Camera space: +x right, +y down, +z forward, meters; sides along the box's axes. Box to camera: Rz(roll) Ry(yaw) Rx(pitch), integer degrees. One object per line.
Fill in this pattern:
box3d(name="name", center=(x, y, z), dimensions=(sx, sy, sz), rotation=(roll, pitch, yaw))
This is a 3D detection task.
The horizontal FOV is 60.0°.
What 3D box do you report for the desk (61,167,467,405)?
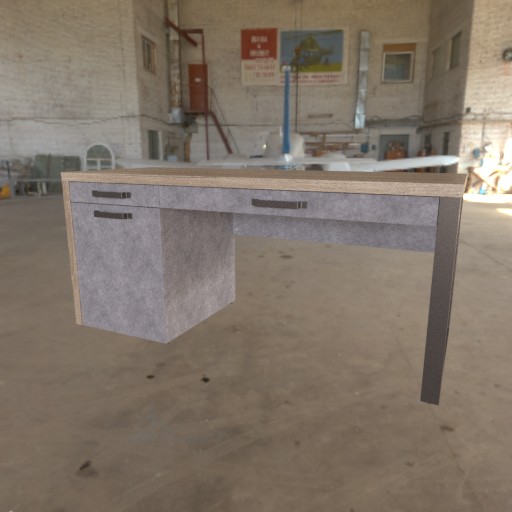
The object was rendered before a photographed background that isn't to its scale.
box3d(name="desk", center=(0.000, 0.000, 2.063), dimensions=(1.700, 0.760, 0.690), rotation=(6, 15, 25))
